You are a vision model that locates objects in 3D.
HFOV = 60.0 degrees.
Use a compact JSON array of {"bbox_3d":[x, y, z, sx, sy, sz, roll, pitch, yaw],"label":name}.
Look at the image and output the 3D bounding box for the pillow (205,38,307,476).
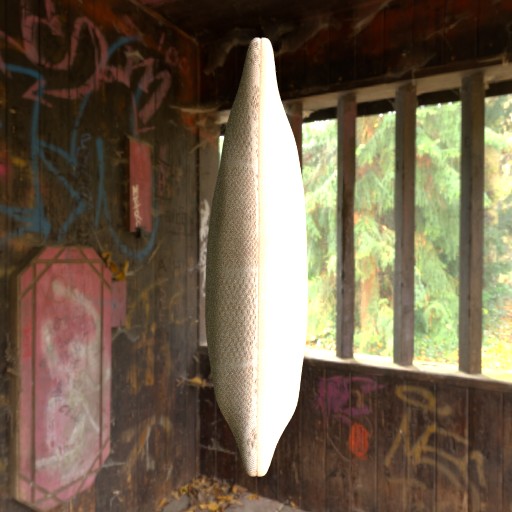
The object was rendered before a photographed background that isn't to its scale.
[{"bbox_3d":[0.000,0.000,0.647,0.138,0.432,0.436,0,1,-1],"label":"pillow"}]
